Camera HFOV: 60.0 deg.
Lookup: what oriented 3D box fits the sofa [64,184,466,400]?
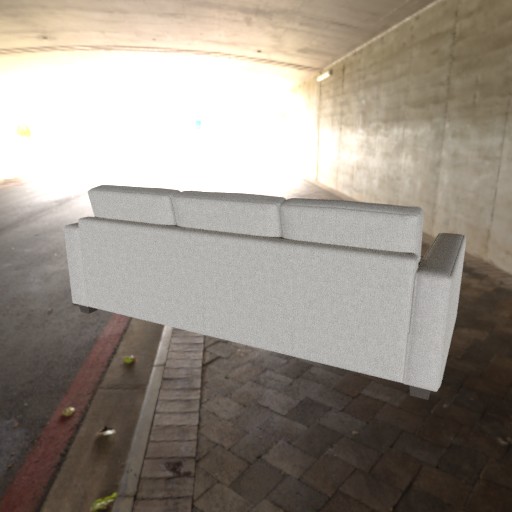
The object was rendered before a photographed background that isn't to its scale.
[{"bbox_3d":[0.000,0.000,2.583,2.160,0.800,0.900,8,17,27],"label":"sofa"}]
